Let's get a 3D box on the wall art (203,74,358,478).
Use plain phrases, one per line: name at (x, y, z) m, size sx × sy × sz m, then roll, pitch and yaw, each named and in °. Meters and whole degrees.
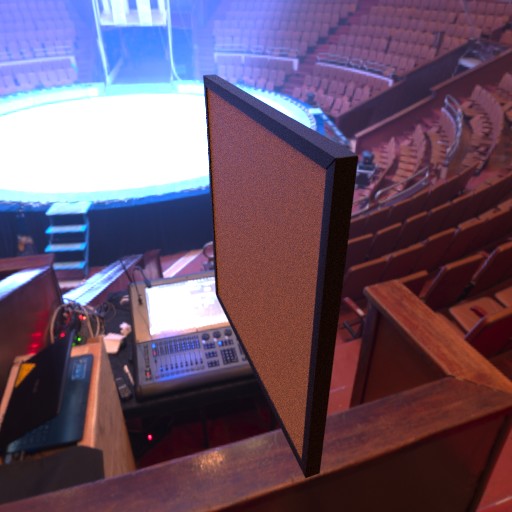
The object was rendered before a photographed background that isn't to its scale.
wall art at (0.000, 0.000, 1.139) m, size 0.037 × 0.763 × 0.763 m, roll -11°, pitch 33°, yaw -17°
